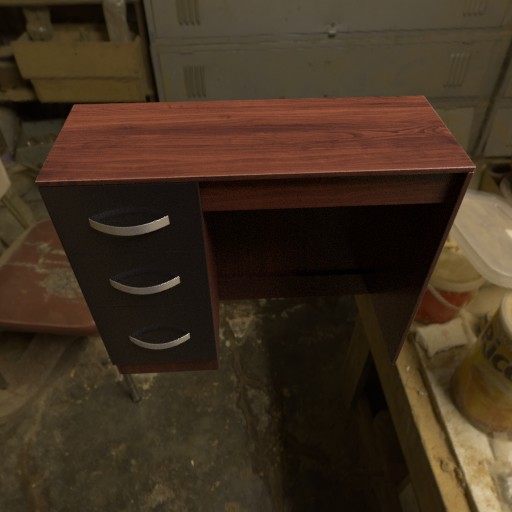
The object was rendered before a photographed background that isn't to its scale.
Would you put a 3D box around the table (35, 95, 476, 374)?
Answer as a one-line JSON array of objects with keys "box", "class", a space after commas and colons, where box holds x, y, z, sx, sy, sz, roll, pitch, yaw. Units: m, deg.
[{"box": [0.000, 0.000, 1.319, 0.930, 0.790, 0.380, -2, 45, -2], "class": "table"}]
